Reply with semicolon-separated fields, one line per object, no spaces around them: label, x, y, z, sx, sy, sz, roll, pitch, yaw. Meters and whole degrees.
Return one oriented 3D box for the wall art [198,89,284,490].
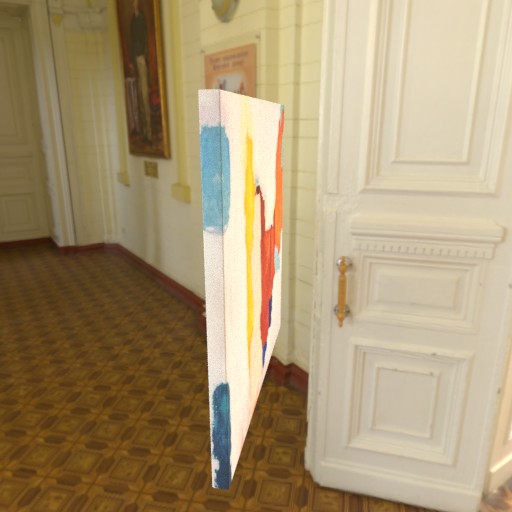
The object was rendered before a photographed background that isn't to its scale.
wall art;0.000;0.000;1.224;0.037;0.814;0.814;3;17;10
